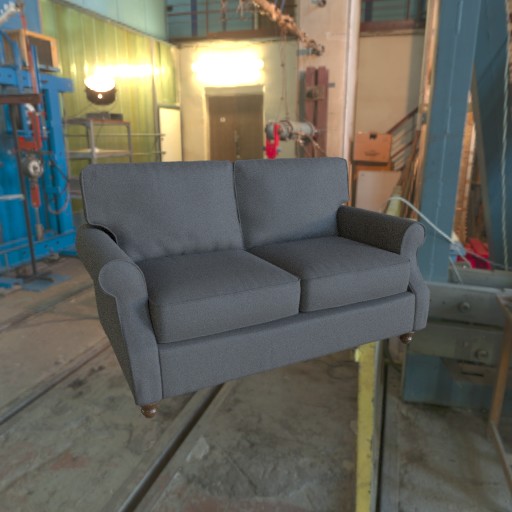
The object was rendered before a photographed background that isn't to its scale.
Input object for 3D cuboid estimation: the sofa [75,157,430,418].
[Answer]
[{"bbox_3d":[0.000,0.000,2.259,1.665,0.937,0.964,-8,17,-27],"label":"sofa"}]
